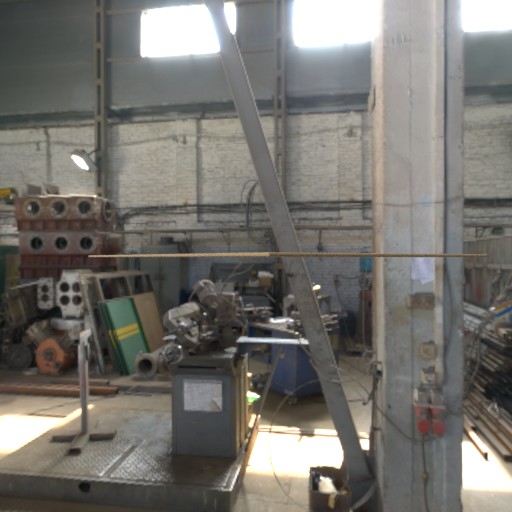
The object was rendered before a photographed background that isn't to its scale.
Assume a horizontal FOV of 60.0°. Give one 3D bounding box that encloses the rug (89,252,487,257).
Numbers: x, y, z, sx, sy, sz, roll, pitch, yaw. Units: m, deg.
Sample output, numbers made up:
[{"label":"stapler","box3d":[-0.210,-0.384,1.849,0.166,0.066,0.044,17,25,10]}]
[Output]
[{"label":"rug","box3d":[0.000,0.000,2.921,1.526,0.014,2.290,0,0,-36]}]
